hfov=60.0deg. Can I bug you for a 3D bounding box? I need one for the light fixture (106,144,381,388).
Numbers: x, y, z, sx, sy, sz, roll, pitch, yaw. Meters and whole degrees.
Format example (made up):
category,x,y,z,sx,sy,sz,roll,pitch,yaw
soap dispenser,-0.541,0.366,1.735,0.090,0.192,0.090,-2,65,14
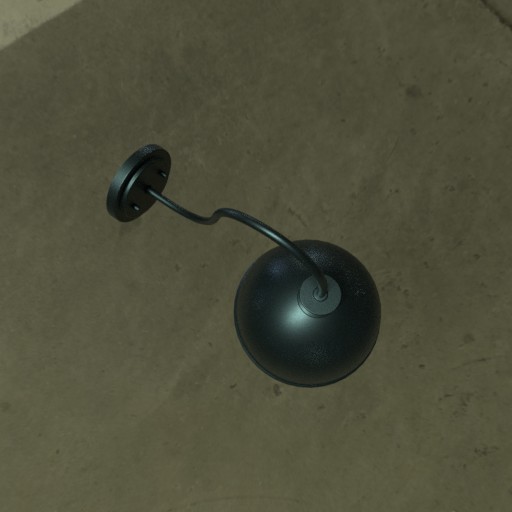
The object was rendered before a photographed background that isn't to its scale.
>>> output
category,x,y,z,sx,sy,sz,roll,pitch,yaw
light fixture,0.000,0.000,0.645,0.467,0.295,0.253,34,77,9
